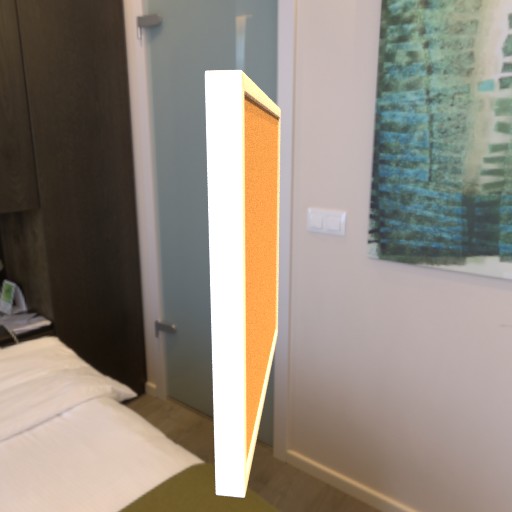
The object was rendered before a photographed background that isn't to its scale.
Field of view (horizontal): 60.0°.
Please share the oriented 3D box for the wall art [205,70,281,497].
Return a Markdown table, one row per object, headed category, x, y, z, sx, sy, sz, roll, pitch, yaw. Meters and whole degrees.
| category | x | y | z | sx | sy | sz | roll | pitch | yaw |
| --- | --- | --- | --- | --- | --- | --- | --- | --- | --- |
| wall art | 0.000 | 0.000 | 0.747 | 0.038 | 0.508 | 0.508 | 2 | 14 | 7 |
